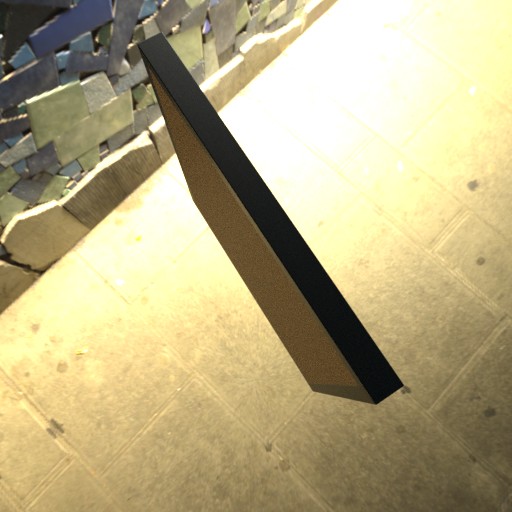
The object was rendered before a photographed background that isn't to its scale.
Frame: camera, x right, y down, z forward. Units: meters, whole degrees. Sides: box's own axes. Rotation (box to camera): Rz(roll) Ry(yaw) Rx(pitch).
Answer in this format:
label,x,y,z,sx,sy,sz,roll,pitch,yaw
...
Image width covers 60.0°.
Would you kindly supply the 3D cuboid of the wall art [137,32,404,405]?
label,x,y,z,sx,sy,sz,roll,pitch,yaw
wall art,0.000,0.000,0.745,0.036,0.508,0.508,-31,77,-8
